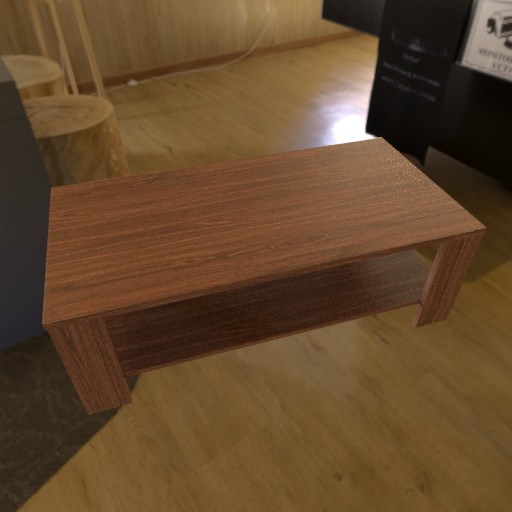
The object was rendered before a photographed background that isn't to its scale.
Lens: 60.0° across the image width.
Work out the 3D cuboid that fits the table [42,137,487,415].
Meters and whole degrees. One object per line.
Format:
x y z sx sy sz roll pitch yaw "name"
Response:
0.000 0.000 1.484 1.200 0.400 0.600 -12 42 -13 "table"
